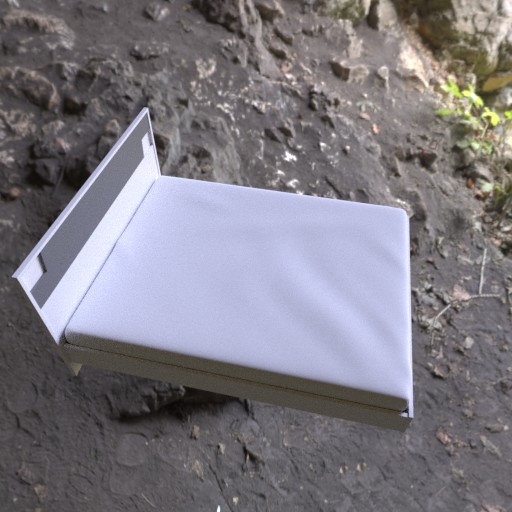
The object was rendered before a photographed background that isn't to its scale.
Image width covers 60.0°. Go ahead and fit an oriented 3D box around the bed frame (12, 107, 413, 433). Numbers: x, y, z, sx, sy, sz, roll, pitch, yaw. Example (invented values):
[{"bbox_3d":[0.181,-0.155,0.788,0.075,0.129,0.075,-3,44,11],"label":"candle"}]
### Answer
[{"bbox_3d":[0.000,0.000,2.973,2.100,1.001,1.711,9,48,8],"label":"bed frame"}]
